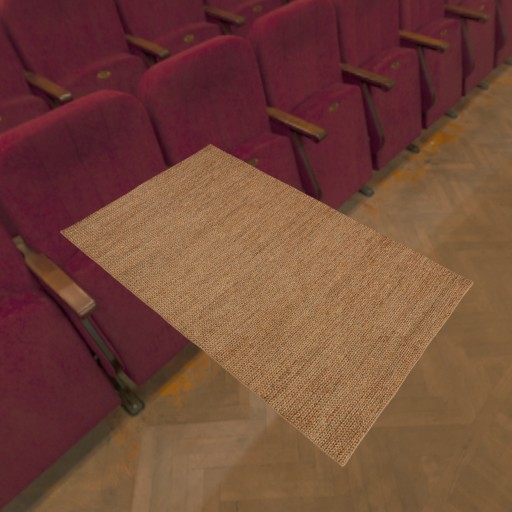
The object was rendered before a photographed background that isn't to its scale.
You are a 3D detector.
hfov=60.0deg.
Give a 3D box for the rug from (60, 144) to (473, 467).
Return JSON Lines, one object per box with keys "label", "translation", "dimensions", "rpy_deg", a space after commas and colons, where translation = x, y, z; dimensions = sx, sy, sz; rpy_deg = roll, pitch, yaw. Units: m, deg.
{"label": "rug", "translation": [0.000, 0.000, 3.042], "dimensions": [2.438, 0.034, 1.521], "rpy_deg": [33, 55, 27]}
